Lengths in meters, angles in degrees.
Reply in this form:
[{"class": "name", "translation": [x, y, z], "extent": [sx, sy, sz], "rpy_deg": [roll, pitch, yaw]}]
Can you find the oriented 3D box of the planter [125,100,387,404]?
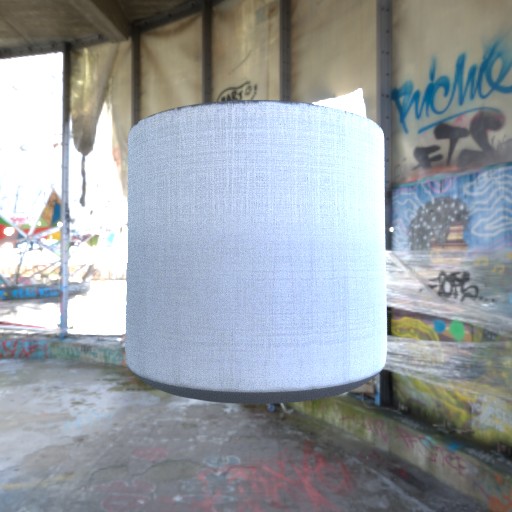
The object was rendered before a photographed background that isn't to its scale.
[{"class": "planter", "translation": [0.000, 0.000, 0.390], "extent": [0.221, 0.201, 0.221], "rpy_deg": [0, 0, 0]}]
